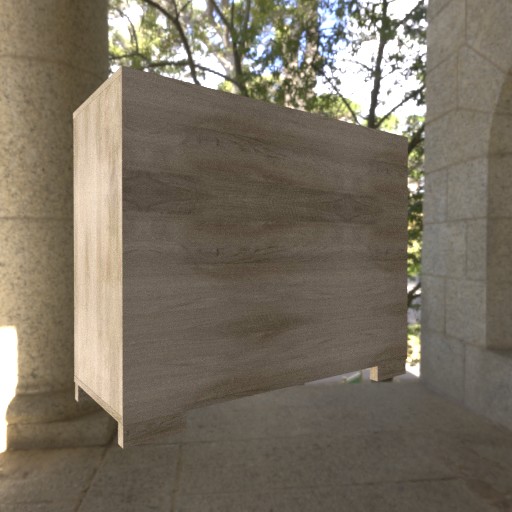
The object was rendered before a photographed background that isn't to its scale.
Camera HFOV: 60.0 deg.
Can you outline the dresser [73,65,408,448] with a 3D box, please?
[{"bbox_3d":[0.000,0.000,1.394,0.994,0.816,0.404,0,1,-36],"label":"dresser"}]
